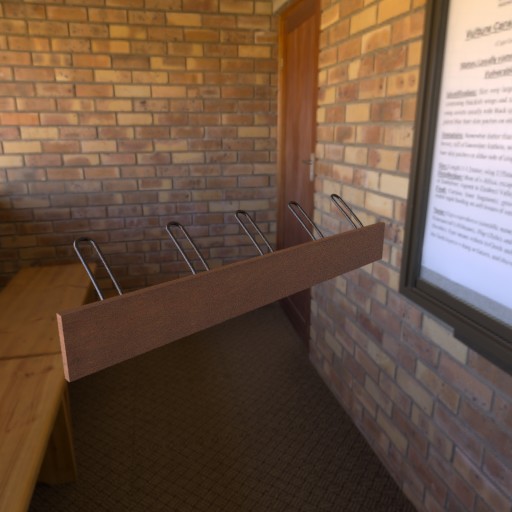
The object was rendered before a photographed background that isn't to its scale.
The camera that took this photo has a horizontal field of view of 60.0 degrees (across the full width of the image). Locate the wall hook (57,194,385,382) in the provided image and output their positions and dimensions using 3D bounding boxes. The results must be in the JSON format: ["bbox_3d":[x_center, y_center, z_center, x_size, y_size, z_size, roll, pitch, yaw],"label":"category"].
[{"bbox_3d":[0.000,0.000,0.598,0.076,0.116,0.554,15,22,42],"label":"wall hook"}]
